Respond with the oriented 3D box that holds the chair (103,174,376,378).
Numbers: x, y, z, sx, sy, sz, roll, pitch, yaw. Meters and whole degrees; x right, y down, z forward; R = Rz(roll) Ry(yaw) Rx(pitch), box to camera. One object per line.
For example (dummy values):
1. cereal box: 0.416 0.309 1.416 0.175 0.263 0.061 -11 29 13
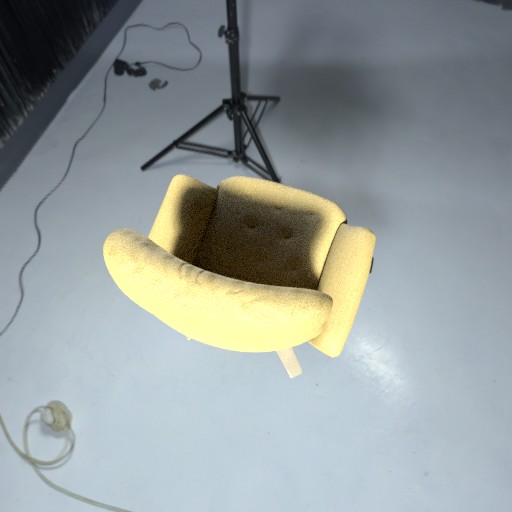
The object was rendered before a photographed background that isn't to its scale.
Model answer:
1. chair: 0.000 0.000 1.527 0.785 0.995 0.837 17 63 9
